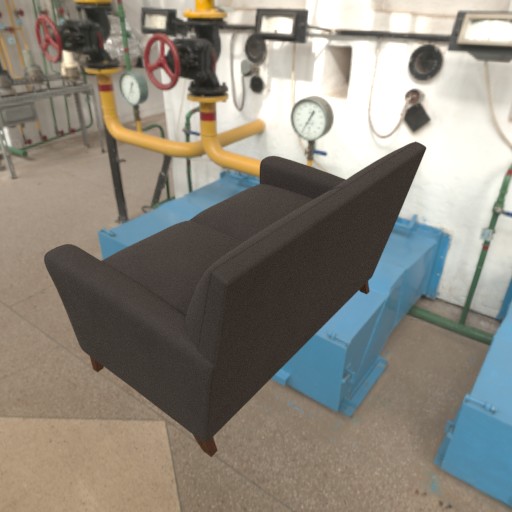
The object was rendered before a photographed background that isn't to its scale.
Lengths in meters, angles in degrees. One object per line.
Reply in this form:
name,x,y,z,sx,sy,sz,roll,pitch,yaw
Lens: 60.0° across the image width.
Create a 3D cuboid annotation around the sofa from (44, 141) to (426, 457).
sofa,0.000,0.000,1.943,0.871,0.846,1.420,22,37,32
